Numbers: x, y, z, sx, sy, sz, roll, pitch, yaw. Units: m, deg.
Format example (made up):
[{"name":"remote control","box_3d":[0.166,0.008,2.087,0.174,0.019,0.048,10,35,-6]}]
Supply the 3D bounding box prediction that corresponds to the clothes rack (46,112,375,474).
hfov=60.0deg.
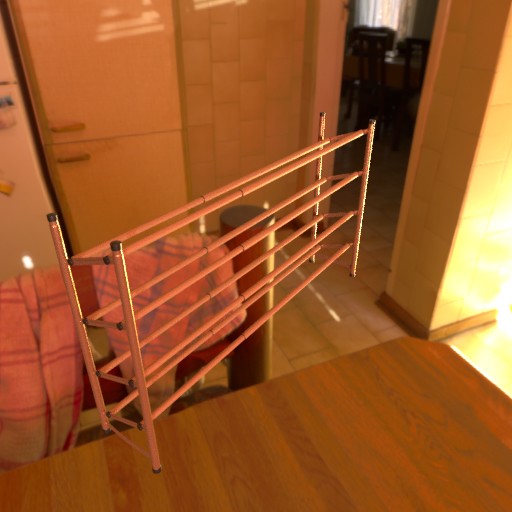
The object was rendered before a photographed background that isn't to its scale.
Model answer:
[{"name":"clothes rack","box_3d":[0.000,0.000,1.428,0.229,0.672,1.168,20,36,31]}]
